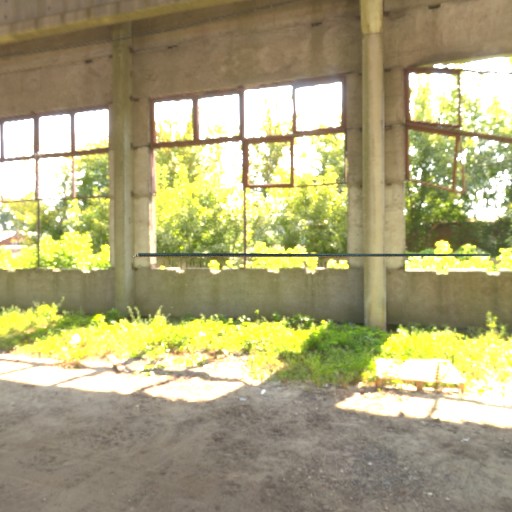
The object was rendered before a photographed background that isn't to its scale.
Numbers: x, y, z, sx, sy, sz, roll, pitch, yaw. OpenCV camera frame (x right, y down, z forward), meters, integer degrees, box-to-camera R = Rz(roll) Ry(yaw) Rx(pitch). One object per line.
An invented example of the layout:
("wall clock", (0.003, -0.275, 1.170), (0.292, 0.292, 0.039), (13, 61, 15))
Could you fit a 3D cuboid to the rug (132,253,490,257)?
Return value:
("rug", (0.000, 0.000, 2.293), (1.221, 0.009, 1.825), (0, 0, -16))
